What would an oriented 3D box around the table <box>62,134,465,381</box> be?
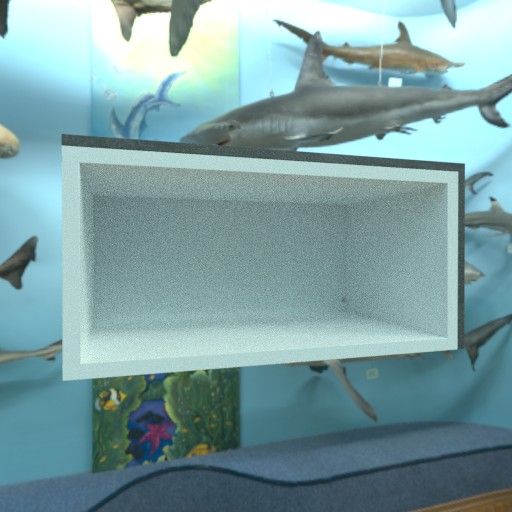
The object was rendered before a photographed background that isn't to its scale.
[{"bbox_3d":[0.000,0.000,0.922,0.700,0.350,0.400,0,0,-17],"label":"table"}]
